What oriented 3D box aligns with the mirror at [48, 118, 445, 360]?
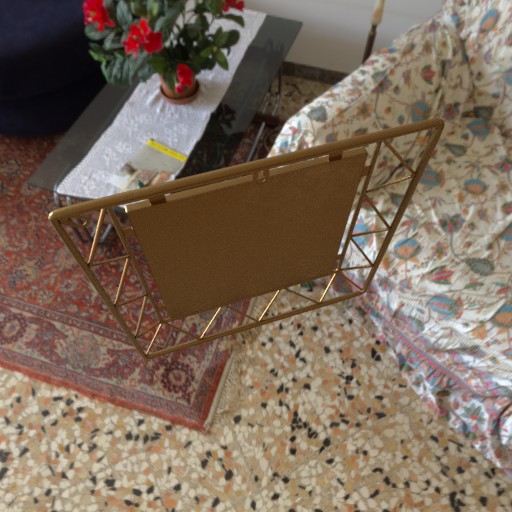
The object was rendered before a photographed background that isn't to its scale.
[{"bbox_3d":[0.000,0.000,0.622,0.416,0.414,0.046,-15,60,-9],"label":"mirror"}]
